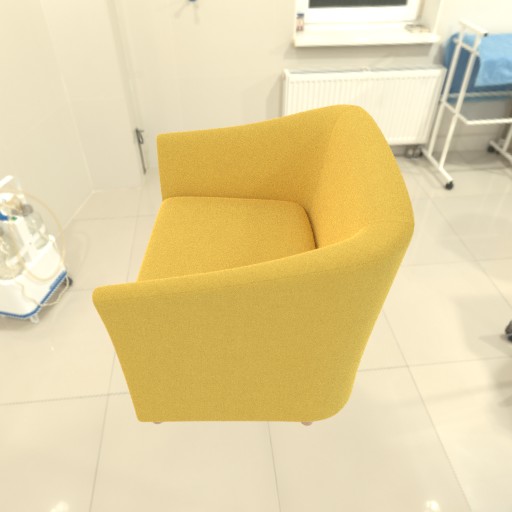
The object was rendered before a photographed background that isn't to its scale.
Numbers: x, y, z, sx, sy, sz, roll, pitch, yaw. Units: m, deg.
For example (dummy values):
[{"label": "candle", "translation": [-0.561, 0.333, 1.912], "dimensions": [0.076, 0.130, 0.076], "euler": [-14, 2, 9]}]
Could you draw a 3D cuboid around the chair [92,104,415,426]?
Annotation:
[{"label": "chair", "translation": [0.000, 0.000, 1.356], "dimensions": [0.700, 0.720, 0.790], "euler": [0, 40, 1]}]
